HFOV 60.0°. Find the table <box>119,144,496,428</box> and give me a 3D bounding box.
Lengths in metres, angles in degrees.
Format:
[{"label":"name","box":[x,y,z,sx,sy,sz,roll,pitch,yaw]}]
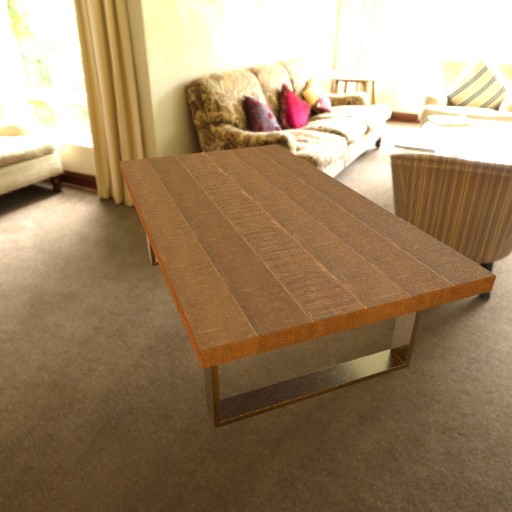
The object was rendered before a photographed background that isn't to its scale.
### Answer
[{"label":"table","box":[0.000,0.000,1.706,0.800,0.440,1.400,-11,31,-19]}]
